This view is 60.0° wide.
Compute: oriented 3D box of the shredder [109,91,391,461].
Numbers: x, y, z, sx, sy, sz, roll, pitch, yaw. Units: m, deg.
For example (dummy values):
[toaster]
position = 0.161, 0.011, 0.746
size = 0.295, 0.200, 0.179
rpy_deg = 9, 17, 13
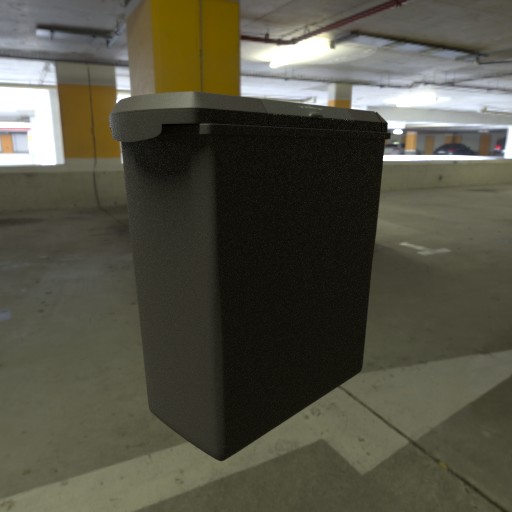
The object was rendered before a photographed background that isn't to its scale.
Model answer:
[shredder]
position = 0.000, 0.000, 0.511
size = 0.170, 0.335, 0.320
rpy_deg = 13, 19, 43
